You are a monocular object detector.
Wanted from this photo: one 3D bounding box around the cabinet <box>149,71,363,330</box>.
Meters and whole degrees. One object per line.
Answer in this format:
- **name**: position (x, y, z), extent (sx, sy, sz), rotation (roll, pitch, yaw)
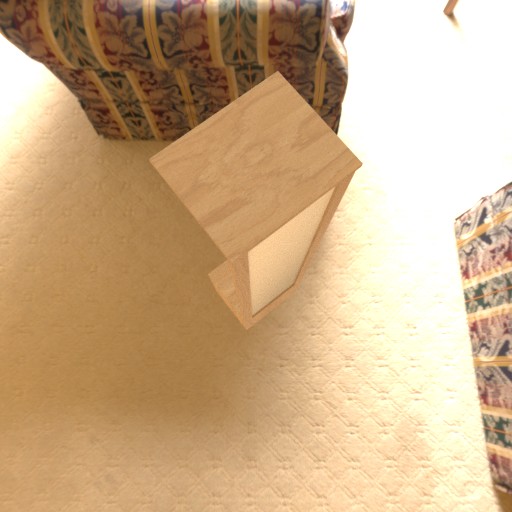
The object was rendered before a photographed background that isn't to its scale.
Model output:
- **cabinet**: position (0.000, 0.000, 2.009), extent (0.411, 1.879, 0.338), rotation (-37, 79, -9)
